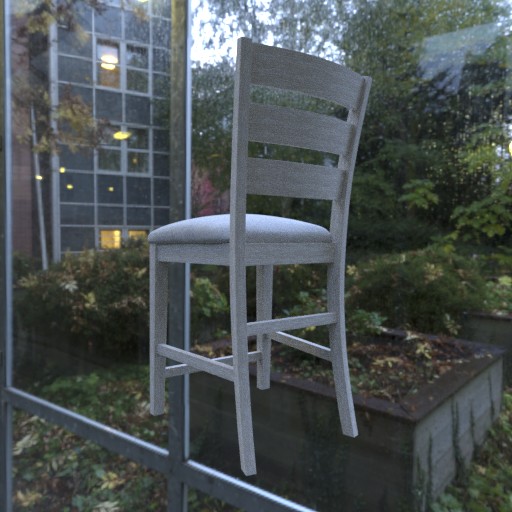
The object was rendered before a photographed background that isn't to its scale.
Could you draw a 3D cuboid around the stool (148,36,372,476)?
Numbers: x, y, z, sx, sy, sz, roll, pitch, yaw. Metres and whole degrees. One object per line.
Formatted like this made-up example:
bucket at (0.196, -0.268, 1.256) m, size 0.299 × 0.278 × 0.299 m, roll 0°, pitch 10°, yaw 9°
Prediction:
stool at (0.000, 0.000, 1.343) m, size 0.484 × 1.032 × 0.569 m, roll -1°, pitch 2°, yaw -35°
